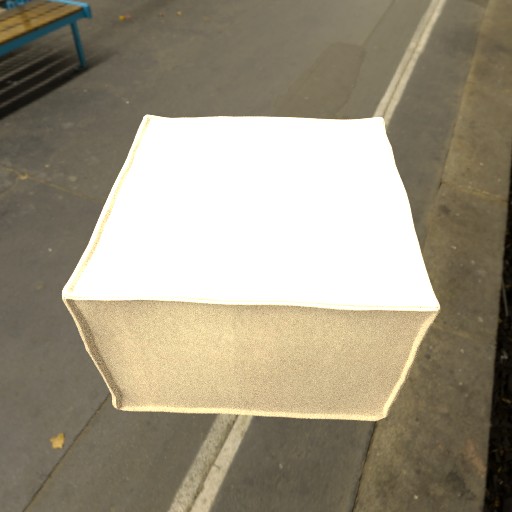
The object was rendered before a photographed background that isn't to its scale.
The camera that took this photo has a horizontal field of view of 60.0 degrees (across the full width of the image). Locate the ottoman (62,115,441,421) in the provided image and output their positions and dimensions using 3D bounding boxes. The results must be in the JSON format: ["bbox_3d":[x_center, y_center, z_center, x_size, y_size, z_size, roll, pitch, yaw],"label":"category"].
[{"bbox_3d":[0.000,0.000,1.155,0.707,0.470,0.696,2,46,2],"label":"ottoman"}]
